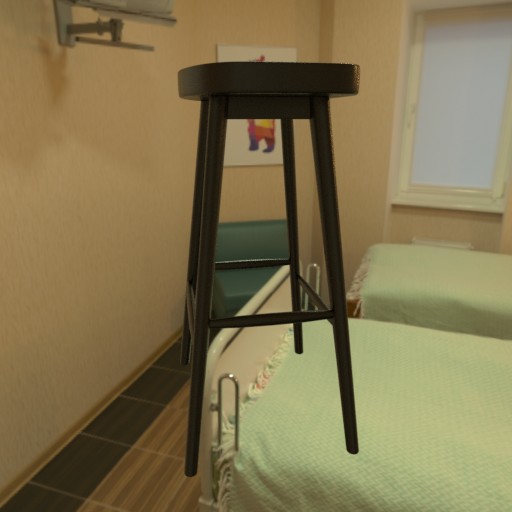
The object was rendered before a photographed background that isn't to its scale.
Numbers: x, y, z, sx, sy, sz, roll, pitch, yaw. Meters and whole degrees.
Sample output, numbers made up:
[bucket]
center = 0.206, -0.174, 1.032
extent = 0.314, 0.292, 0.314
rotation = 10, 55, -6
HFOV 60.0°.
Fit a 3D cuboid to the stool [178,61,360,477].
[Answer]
[stool]
center = 0.000, 0.000, 0.980
extent = 0.361, 0.749, 0.440
rotation = -3, 18, -10
